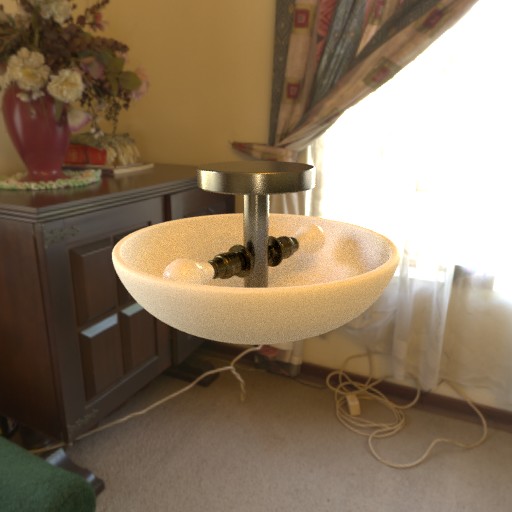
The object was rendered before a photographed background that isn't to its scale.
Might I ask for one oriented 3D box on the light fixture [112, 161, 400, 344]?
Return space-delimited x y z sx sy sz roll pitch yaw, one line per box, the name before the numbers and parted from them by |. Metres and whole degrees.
light fixture | 0.000 0.000 0.536 0.330 0.214 0.330 0 17 0
